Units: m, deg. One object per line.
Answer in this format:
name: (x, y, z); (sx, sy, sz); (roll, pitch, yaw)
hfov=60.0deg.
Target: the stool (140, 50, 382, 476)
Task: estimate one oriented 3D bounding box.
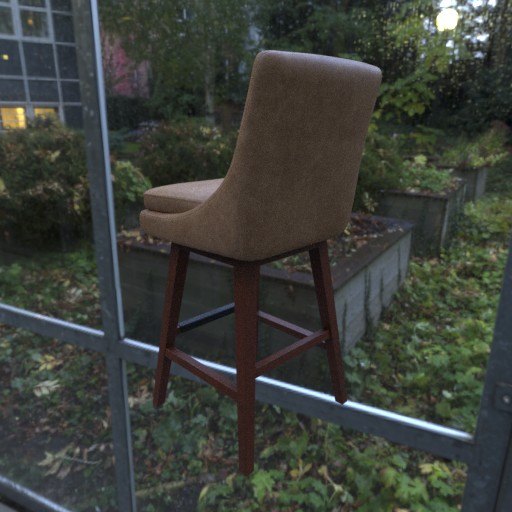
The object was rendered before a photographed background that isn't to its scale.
stool: (0.000, 0.000, 1.366); (0.487, 1.079, 0.572); (-16, 23, -42)
